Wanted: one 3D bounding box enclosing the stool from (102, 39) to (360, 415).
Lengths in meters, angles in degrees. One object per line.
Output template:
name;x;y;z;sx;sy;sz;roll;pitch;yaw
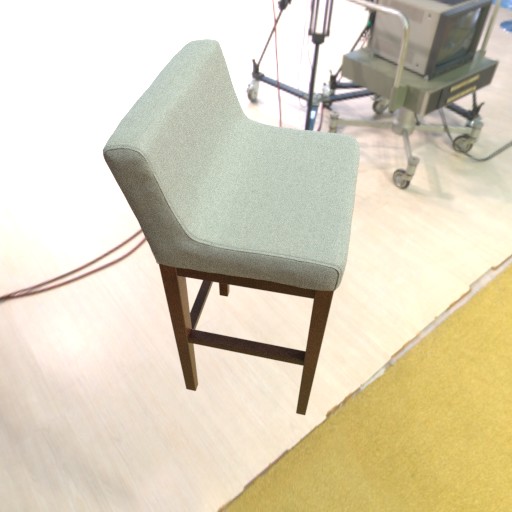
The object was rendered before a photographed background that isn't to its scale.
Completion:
stool;0.000;0.000;1.318;0.500;1.037;0.511;10;49;9
